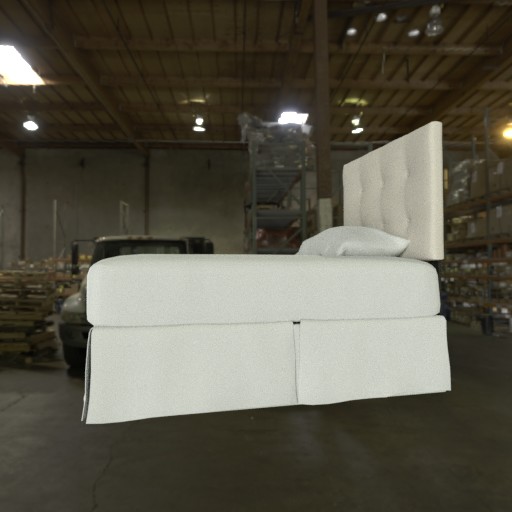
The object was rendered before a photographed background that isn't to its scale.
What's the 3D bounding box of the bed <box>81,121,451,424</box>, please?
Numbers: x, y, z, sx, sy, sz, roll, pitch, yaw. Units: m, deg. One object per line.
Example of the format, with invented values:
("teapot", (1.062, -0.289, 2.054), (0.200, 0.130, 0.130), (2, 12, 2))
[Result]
("bed", (0.000, 0.000, 2.852), (1.997, 1.571, 1.261), (1, -2, -16))
